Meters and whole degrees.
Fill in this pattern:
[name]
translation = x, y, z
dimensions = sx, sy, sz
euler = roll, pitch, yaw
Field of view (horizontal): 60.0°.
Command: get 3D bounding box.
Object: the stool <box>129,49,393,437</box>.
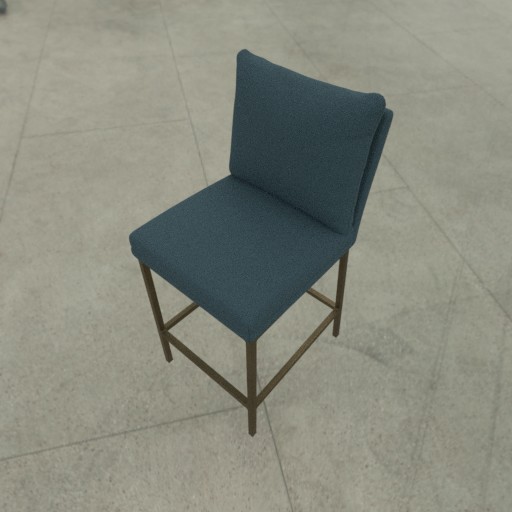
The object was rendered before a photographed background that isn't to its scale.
[stool]
translation = 0.000, 0.000, 1.361
dimensions = 0.463, 1.032, 0.568
euler = 32, 54, 27
